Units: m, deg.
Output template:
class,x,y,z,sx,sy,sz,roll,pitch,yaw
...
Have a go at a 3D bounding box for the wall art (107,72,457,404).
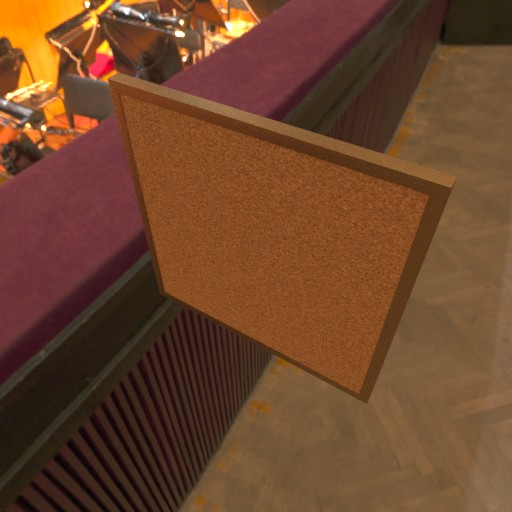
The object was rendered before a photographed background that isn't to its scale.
class,x,y,z,sx,sy,sz,roll,pitch,yaw
wall art,0.000,0.000,1.143,0.767,0.765,0.036,24,50,22
